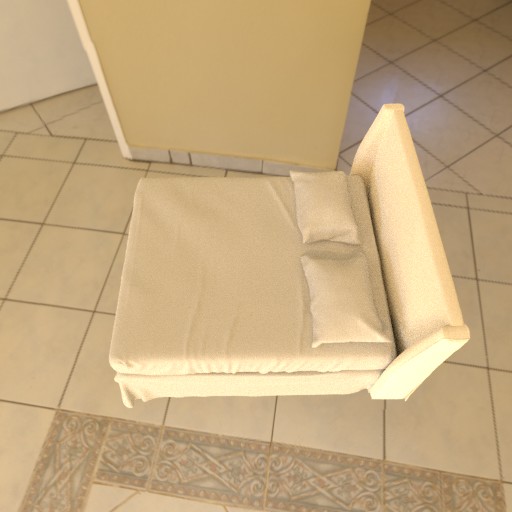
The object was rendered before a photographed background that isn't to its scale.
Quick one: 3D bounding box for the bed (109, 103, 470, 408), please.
[{"bbox_3d":[0.000,0.000,3.387,2.276,1.332,1.925,-1,58,0],"label":"bed"}]
